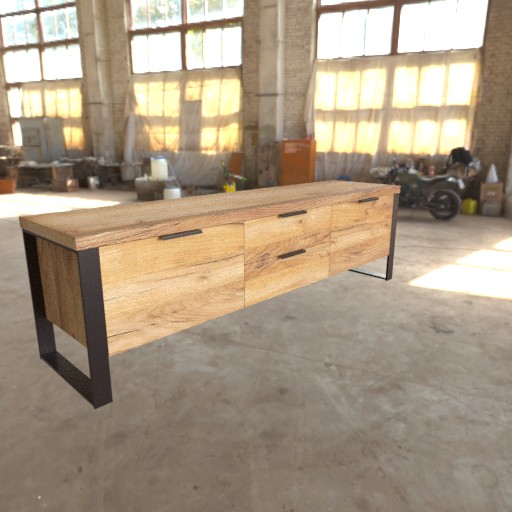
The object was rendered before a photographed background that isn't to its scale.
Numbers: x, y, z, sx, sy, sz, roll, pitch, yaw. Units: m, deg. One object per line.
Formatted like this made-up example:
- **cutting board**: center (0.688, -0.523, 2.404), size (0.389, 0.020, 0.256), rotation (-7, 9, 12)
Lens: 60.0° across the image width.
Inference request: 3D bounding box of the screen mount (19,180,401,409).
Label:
- **screen mount**: center (0.000, 0.000, 1.711), size (1.524, 0.450, 0.395), rotation (-15, 21, -43)
